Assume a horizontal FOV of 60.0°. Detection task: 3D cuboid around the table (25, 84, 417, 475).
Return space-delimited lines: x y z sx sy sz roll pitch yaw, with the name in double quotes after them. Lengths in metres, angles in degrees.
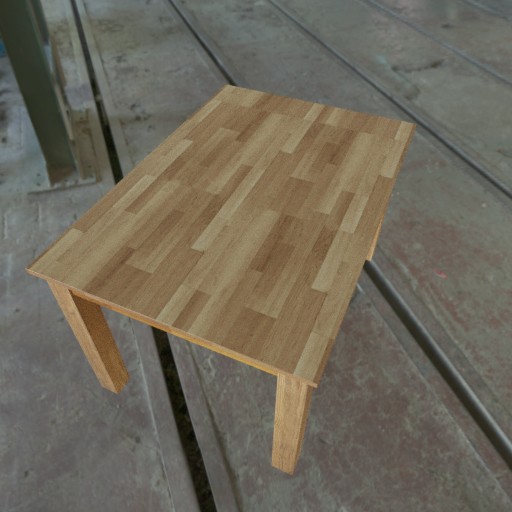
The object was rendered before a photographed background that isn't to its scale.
0.000 0.000 1.852 0.900 0.750 1.300 18 49 16 "table"
